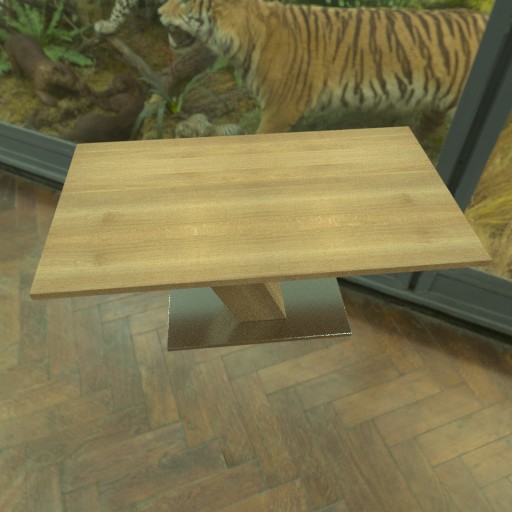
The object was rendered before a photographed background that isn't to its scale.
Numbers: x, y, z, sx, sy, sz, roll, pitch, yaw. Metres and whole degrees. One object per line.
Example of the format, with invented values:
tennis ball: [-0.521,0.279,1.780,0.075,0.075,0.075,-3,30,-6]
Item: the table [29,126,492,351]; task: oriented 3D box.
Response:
table: [0.000,0.000,2.101,1.600,0.750,0.900,-4,47,-4]
